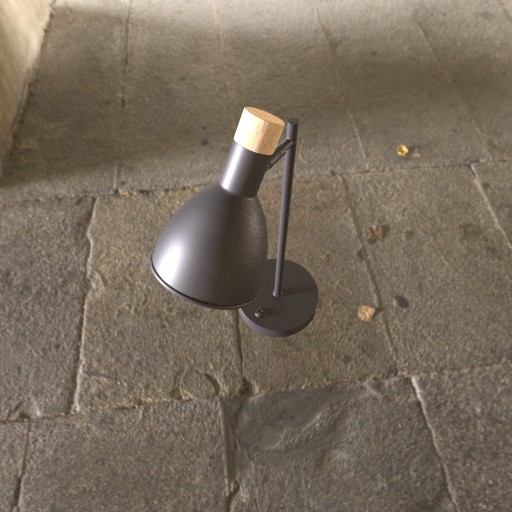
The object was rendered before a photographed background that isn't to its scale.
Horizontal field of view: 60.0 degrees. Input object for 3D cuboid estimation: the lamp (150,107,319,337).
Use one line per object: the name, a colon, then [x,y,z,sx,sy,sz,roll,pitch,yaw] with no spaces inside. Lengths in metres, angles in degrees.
lamp: [0.000,0.000,0.607,0.152,0.483,0.287,34,64,19]
